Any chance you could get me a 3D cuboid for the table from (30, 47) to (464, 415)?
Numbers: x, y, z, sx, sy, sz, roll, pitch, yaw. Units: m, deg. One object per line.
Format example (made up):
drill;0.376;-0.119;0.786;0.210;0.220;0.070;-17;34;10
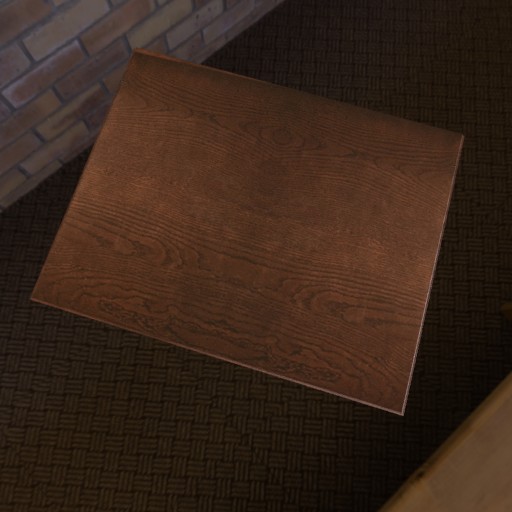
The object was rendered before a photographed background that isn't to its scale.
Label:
table;0.000;0.000;0.991;0.586;0.597;0.461;16;77;4
